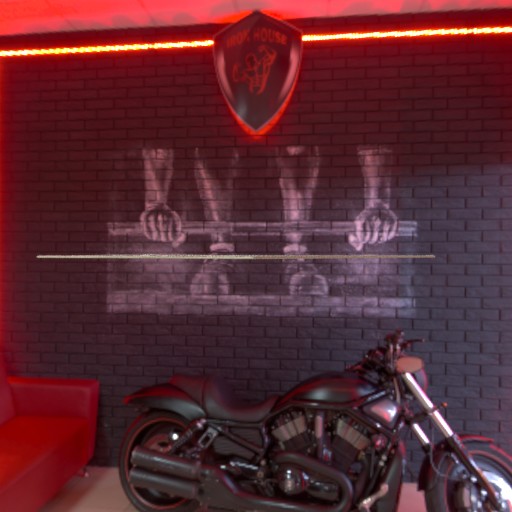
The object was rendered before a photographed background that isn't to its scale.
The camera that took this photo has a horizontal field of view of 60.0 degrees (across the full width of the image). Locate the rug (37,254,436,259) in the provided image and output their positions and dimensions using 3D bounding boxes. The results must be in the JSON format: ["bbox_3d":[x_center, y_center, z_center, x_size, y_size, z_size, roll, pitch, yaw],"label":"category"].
[{"bbox_3d":[0.000,0.000,4.253,2.429,0.030,3.052,0,0,39],"label":"rug"}]
